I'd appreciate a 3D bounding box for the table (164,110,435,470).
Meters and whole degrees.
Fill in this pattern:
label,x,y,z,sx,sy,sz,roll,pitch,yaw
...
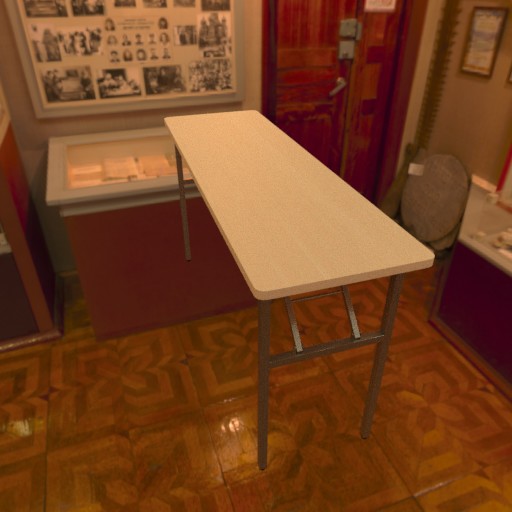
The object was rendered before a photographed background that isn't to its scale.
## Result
label,x,y,z,sx,sy,sz,roll,pitch,yaw
table,0.000,0.000,1.732,0.446,0.750,1.397,-10,34,-15
